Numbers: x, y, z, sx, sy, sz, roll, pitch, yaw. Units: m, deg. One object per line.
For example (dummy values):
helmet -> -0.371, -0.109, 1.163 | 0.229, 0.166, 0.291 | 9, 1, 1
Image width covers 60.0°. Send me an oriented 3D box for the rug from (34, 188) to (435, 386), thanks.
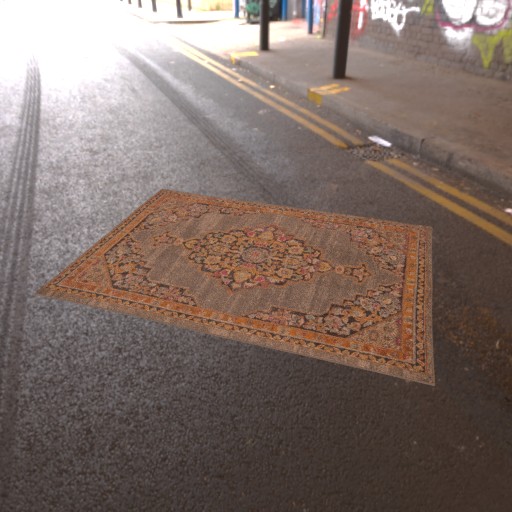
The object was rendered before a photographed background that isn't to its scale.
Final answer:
rug -> 0.000, 0.000, 3.813 | 2.901, 0.026, 2.043 | 10, 34, 15
